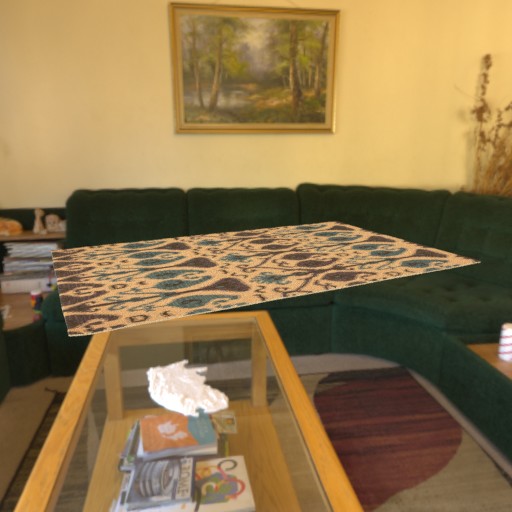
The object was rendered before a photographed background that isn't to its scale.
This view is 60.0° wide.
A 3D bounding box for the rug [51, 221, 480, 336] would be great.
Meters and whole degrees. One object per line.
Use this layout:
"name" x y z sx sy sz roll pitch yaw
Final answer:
"rug" 0.000 0.000 2.055 1.698 0.013 1.072 -7 17 -26
